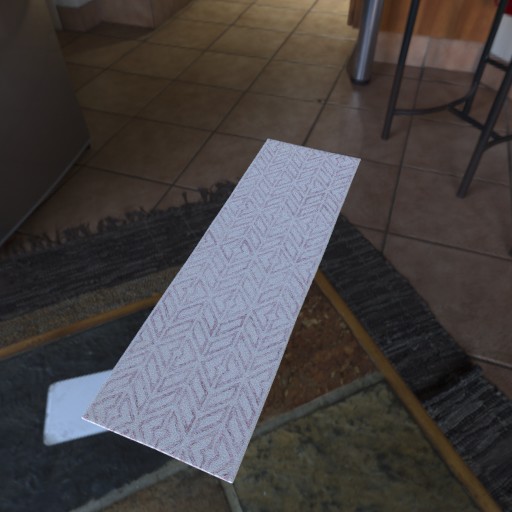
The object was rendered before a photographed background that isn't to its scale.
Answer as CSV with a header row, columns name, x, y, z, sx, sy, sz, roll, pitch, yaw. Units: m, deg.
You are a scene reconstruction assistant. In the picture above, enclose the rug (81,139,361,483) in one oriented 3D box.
name,x,y,z,sx,sy,sz,roll,pitch,yaw
rug,0.000,0.000,2.682,0.750,0.009,2.435,16,50,14
